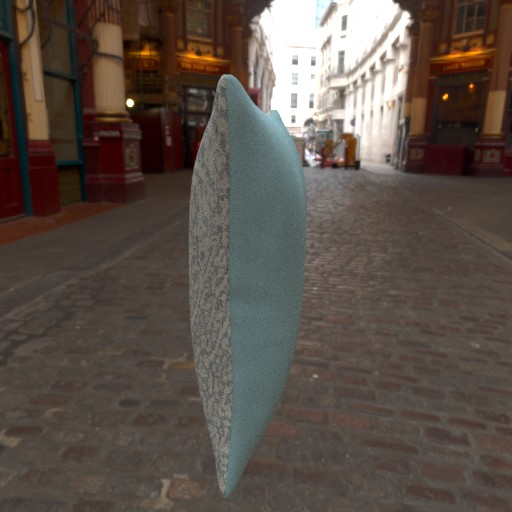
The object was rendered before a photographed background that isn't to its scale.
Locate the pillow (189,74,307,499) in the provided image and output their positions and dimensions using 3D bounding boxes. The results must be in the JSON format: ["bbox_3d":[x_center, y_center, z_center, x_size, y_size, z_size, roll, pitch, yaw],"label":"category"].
[{"bbox_3d":[0.000,0.000,0.751,0.166,0.507,0.526,2,15,7],"label":"pillow"}]
